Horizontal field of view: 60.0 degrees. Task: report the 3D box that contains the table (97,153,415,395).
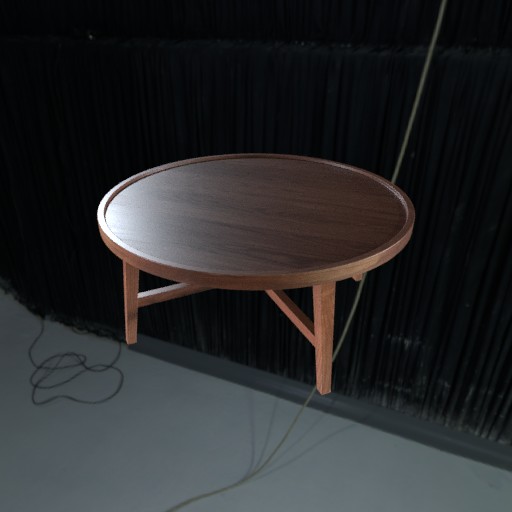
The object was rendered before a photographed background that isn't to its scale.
[{"bbox_3d":[0.000,0.000,1.257,0.800,0.360,0.800,0,29,0],"label":"table"}]
